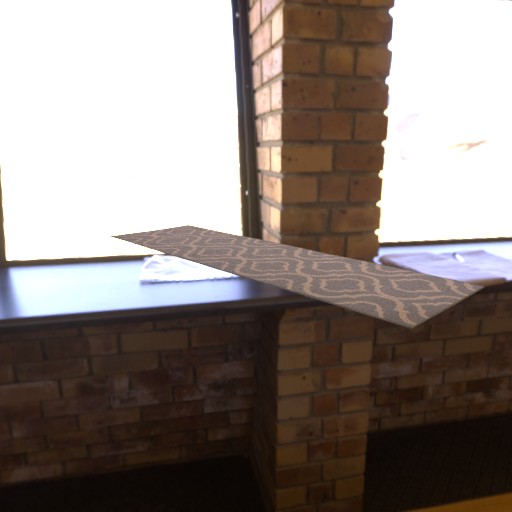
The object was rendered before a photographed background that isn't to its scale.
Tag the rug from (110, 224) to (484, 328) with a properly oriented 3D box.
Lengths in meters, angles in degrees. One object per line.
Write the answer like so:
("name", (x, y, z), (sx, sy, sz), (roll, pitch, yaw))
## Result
("rug", (0.000, 0.000, 2.565), (0.684, 0.009, 2.275), (-13, 19, -42))
